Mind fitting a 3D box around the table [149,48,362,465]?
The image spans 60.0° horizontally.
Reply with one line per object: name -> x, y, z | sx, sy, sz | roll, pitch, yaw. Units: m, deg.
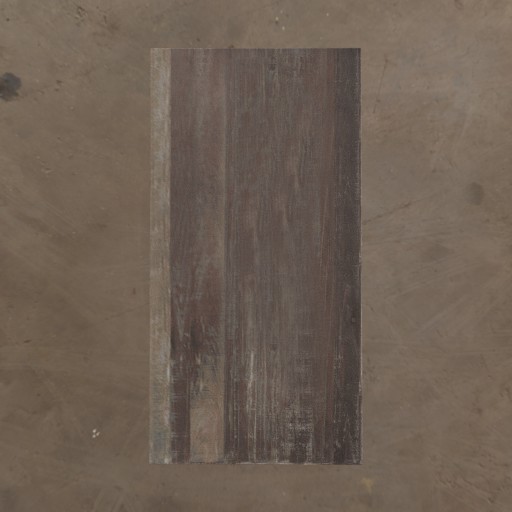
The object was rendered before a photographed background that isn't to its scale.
table -> 0.000, 0.000, 1.345 | 0.554, 0.373, 1.088 | 0, 89, 0
